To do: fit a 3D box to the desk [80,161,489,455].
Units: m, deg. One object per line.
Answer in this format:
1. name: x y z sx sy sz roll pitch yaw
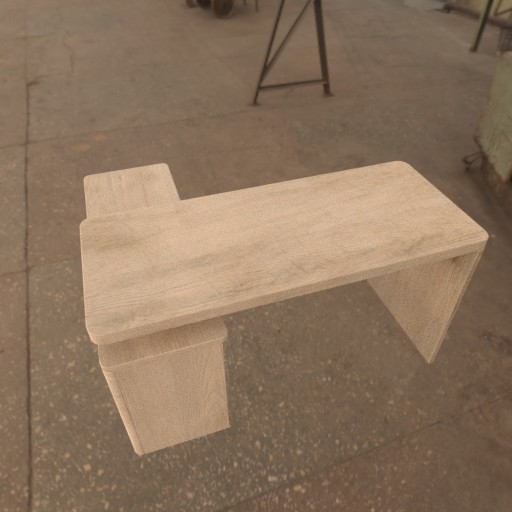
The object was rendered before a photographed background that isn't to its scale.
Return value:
1. desk: 0.000 0.000 2.084 1.400 0.770 1.175 -13 43 -14
